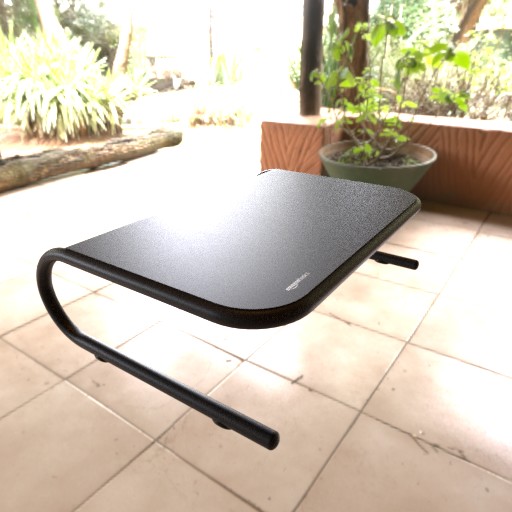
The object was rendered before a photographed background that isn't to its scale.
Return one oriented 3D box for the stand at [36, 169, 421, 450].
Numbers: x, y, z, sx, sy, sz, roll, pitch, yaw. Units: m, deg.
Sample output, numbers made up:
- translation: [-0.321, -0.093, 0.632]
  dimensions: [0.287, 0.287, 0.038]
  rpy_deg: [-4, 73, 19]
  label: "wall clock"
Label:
- translation: [0.000, 0.000, 0.507]
  dimensions: [0.280, 0.108, 0.370]
  rpy_deg: [16, 29, 31]
  label: "stand"
